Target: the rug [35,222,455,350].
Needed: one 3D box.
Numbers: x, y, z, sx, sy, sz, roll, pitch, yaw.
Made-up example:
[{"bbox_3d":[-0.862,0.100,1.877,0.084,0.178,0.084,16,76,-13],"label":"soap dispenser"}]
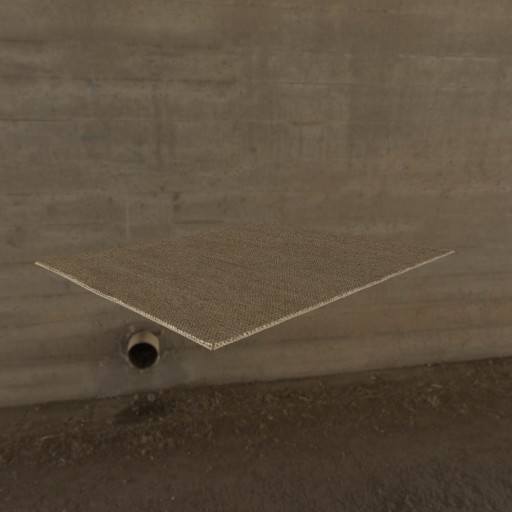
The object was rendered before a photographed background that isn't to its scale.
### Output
[{"bbox_3d":[0.000,0.000,4.094,3.052,0.030,2.429,-13,19,-43],"label":"rug"}]
